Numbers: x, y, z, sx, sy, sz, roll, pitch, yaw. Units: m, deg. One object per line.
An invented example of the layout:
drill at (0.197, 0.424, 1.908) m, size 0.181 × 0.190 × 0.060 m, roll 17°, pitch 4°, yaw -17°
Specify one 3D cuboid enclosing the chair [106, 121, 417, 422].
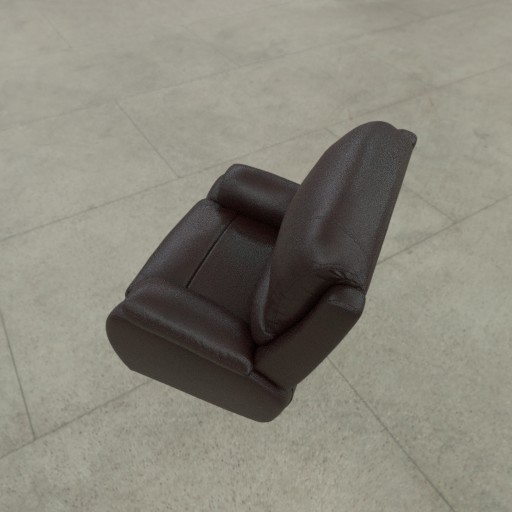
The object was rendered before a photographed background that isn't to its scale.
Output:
chair at (0.000, 0.000, 1.716) m, size 0.899 × 1.011 × 0.930 m, roll 17°, pitch 49°, yaw 16°
